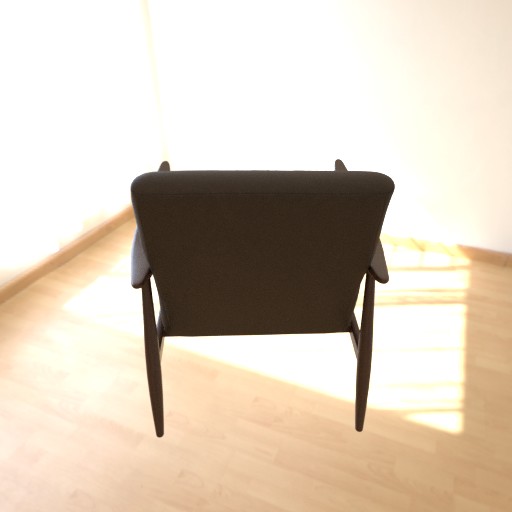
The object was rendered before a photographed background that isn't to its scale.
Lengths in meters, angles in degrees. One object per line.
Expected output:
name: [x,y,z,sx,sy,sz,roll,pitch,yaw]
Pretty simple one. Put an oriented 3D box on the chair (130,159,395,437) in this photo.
chair: [0.000,0.000,1.451,0.741,0.831,0.798,-1,31,-2]
